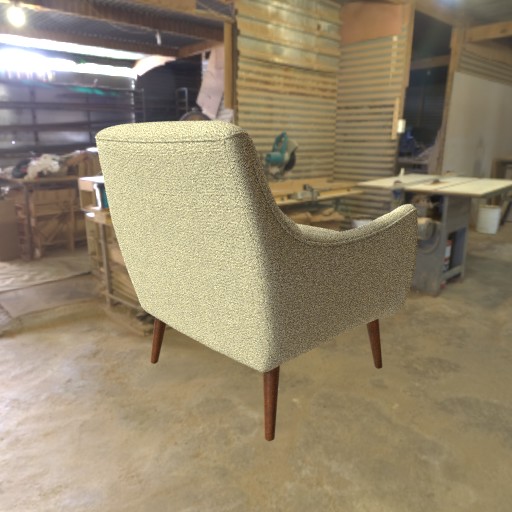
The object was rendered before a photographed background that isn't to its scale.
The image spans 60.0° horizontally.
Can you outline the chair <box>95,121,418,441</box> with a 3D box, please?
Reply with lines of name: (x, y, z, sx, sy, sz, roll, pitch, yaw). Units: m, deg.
chair: (0.000, 0.000, 1.466, 0.787, 0.838, 0.762, -14, 21, -42)
